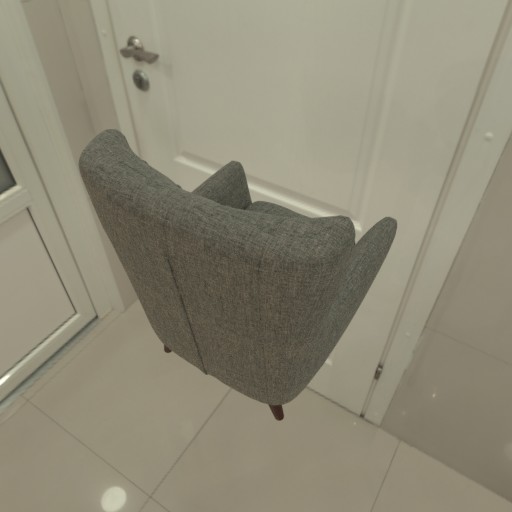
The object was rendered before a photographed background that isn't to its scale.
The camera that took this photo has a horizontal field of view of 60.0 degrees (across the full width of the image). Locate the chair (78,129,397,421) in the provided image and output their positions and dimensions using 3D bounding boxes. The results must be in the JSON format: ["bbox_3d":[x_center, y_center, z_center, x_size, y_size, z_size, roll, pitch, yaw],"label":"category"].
[{"bbox_3d":[0.000,0.000,1.739,0.878,1.063,0.904,24,50,22],"label":"chair"}]
